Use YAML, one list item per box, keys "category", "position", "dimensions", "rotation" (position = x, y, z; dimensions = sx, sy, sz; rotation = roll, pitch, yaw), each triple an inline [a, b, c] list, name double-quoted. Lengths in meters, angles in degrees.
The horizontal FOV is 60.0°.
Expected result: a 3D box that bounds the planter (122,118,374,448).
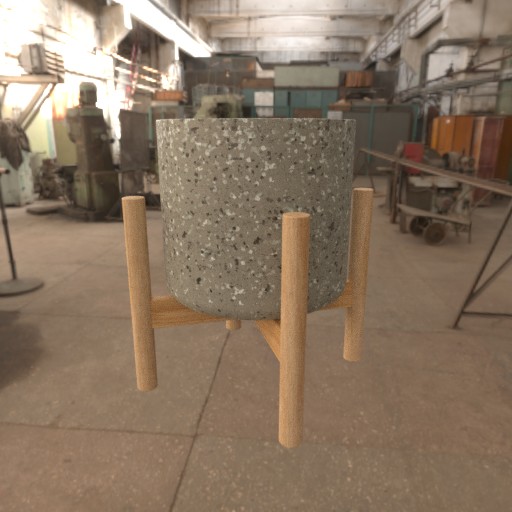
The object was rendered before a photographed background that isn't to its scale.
- category: "planter"
  position: [0.000, 0.000, 0.547]
  dimensions: [0.284, 0.320, 0.284]
  rotation: [2, 16, 7]
